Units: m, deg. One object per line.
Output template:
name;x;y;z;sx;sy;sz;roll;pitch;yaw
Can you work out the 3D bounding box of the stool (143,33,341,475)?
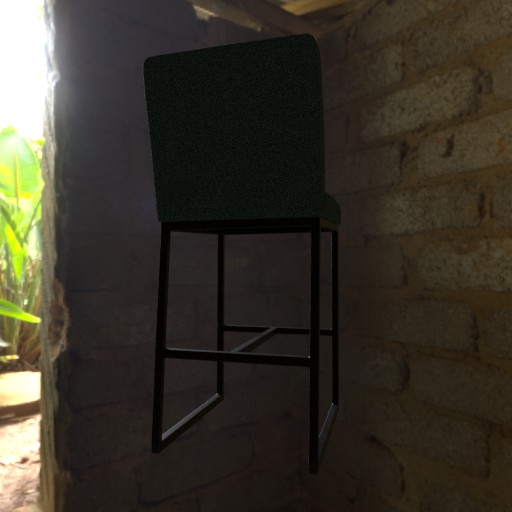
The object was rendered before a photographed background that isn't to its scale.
stool;0.000;0.000;1.334;0.460;1.040;0.560;0;-1;16
